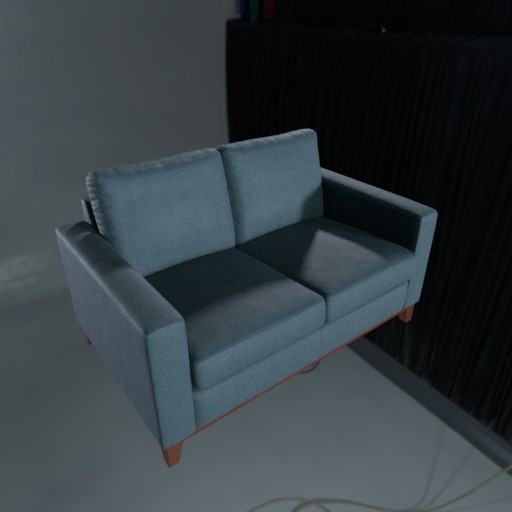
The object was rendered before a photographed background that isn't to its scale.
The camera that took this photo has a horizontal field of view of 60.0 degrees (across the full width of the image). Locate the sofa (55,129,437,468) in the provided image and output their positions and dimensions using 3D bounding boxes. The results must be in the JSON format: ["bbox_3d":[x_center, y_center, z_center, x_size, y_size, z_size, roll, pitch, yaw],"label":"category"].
[{"bbox_3d":[0.000,0.000,2.074,1.489,0.903,0.955,-21,36,-32],"label":"sofa"}]
